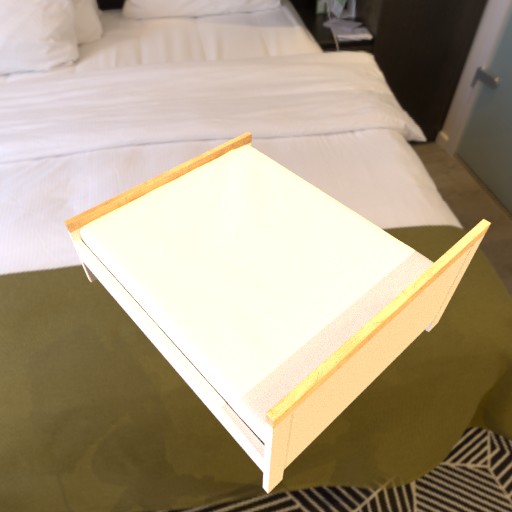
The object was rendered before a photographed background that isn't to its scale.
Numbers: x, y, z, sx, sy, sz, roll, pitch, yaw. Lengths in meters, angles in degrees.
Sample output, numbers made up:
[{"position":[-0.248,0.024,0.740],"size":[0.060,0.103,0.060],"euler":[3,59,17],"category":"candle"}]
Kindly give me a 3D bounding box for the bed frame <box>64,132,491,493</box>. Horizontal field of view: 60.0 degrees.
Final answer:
[{"position":[0.000,0.000,2.960],"size":[1.670,0.980,2.050],"euler":[-34,56,-27],"category":"bed frame"}]
